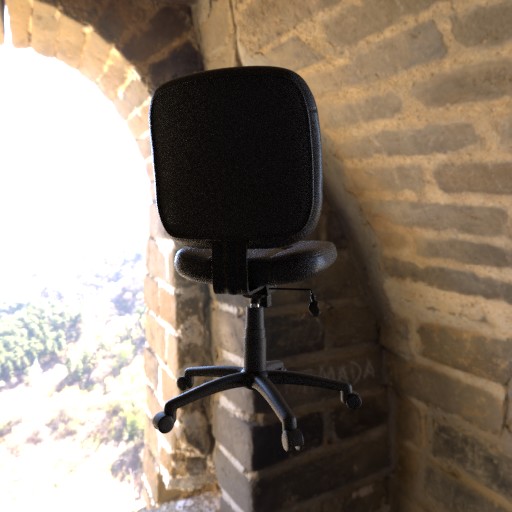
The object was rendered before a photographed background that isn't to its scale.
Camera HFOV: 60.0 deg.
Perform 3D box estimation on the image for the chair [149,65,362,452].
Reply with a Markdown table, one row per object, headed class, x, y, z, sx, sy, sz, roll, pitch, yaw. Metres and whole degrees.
| class | x | y | z | sx | sy | sz | roll | pitch | yaw |
| --- | --- | --- | --- | --- | --- | --- | --- | --- | --- |
| chair | 0.000 | 0.000 | 1.405 | 0.647 | 0.959 | 0.646 | 0 | 1 | 18 |
